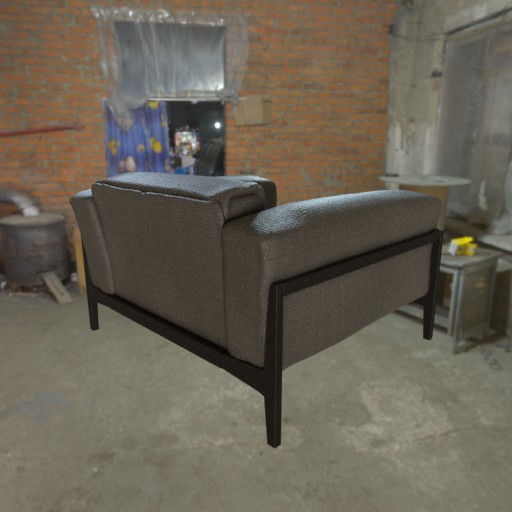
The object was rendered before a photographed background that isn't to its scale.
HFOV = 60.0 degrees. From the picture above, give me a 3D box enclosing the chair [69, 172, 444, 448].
[{"bbox_3d":[0.000,0.000,1.689,0.969,0.646,1.056,-14,20,-43],"label":"chair"}]
